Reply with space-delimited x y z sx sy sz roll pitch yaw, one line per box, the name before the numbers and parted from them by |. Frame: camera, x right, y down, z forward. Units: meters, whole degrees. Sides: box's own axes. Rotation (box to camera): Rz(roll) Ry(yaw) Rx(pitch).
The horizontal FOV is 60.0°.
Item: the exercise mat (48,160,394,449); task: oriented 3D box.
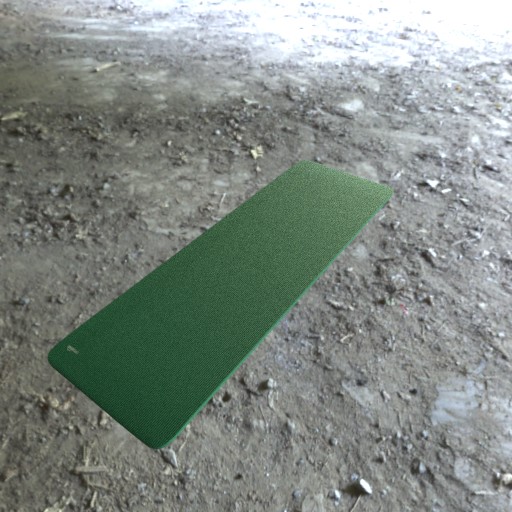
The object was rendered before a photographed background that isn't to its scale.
exercise mat | 0.000 0.000 2.070 0.616 0.021 1.869 25 47 26
